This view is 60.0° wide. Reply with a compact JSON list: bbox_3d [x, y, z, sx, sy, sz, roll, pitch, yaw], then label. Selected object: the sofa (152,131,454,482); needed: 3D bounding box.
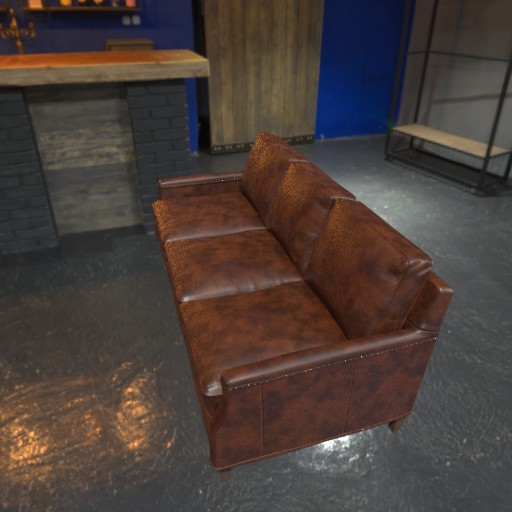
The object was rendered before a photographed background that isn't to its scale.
[{"bbox_3d":[0.000,0.000,2.763,1.084,1.003,2.240,-9,32,-15],"label":"sofa"}]
